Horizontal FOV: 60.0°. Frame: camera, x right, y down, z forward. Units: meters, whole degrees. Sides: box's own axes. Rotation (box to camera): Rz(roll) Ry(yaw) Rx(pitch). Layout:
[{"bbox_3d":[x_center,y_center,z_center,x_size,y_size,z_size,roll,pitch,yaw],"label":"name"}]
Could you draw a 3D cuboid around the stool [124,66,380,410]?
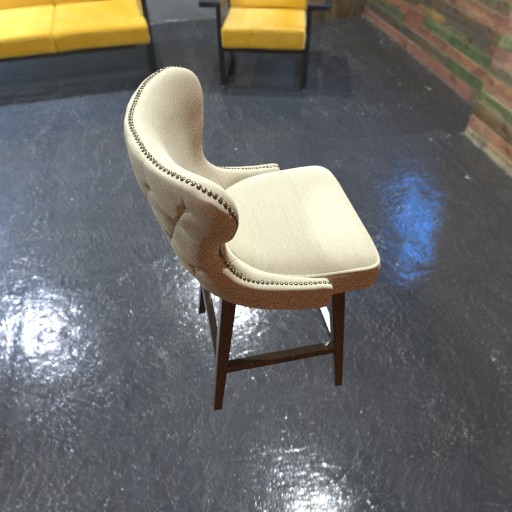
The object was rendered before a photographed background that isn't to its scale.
[{"bbox_3d":[0.000,0.000,1.344,0.597,0.972,0.615,-9,46,-9],"label":"stool"}]
